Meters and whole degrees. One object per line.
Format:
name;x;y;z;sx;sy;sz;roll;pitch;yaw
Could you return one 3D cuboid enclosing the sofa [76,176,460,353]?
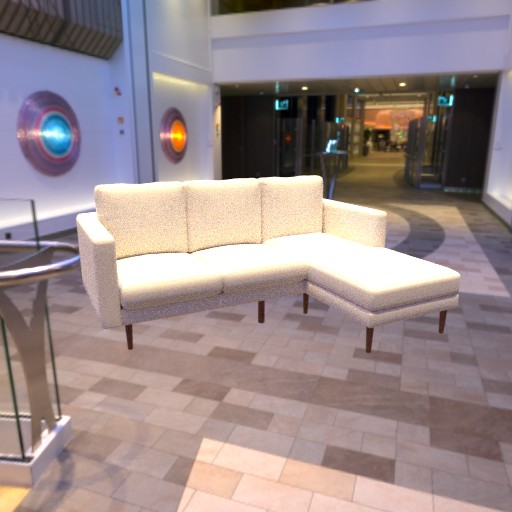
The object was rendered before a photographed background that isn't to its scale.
sofa;0.000;0.000;2.913;2.029;0.899;1.580;-7;16;-26
